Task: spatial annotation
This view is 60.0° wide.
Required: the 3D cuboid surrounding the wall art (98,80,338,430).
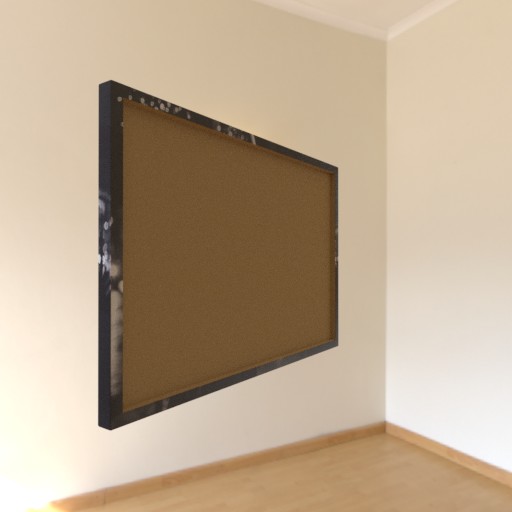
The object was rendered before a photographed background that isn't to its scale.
[{"bbox_3d":[0.000,0.000,1.148,0.038,0.609,0.914,0,0,36],"label":"wall art"}]
